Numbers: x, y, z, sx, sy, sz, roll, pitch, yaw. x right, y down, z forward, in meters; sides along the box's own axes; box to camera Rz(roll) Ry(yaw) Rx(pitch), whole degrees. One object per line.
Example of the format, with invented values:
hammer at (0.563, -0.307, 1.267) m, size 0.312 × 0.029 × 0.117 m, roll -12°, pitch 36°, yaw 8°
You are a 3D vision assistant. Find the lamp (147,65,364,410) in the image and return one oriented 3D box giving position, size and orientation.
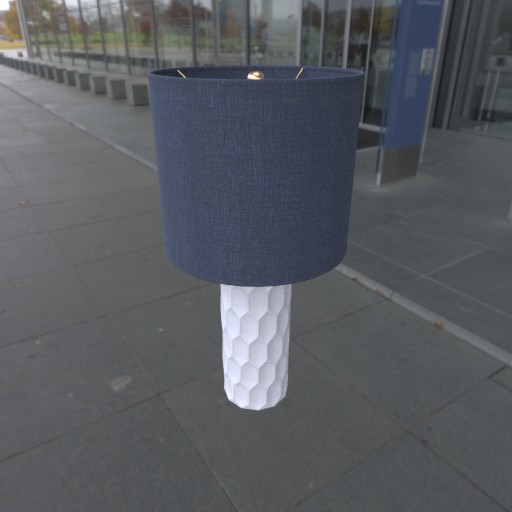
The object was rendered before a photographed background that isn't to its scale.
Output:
lamp at (0.000, 0.000, 0.695) m, size 0.277 × 0.537 × 0.277 m, roll -9°, pitch 27°, yaw -17°
